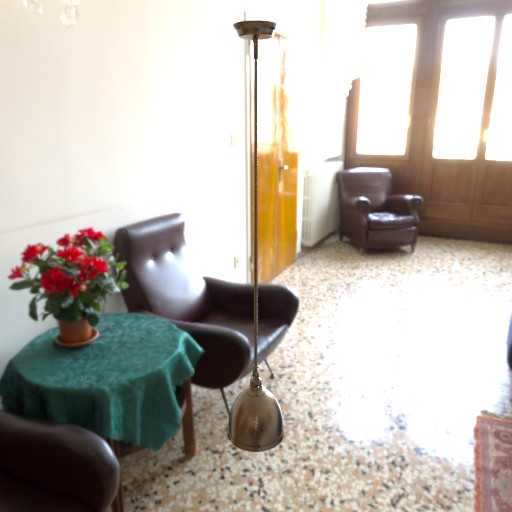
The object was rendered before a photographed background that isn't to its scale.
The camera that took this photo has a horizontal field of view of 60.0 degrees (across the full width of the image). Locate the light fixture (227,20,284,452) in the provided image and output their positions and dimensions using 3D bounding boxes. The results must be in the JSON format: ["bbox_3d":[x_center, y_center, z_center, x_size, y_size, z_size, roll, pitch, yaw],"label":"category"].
[{"bbox_3d":[0.000,0.000,1.453,0.211,1.367,0.217,-3,17,-9],"label":"light fixture"}]
